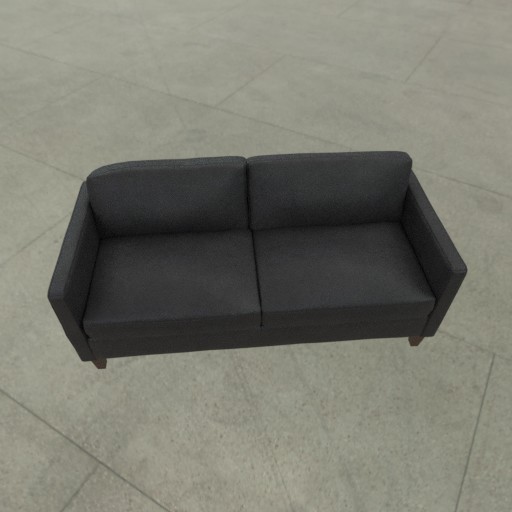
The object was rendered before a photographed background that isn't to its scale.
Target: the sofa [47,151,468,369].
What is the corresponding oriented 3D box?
[{"bbox_3d":[0.000,0.000,2.492,1.971,0.863,0.933,-3,46,-3],"label":"sofa"}]
